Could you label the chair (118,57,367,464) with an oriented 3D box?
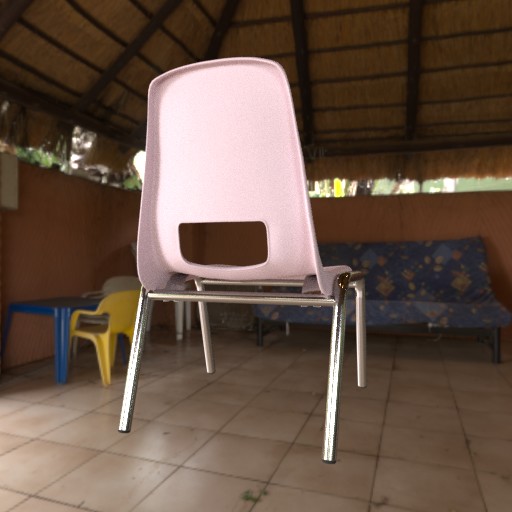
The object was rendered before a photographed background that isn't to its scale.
[{"bbox_3d":[0.000,0.000,0.779,0.354,0.536,0.385,0,0,18],"label":"chair"}]
